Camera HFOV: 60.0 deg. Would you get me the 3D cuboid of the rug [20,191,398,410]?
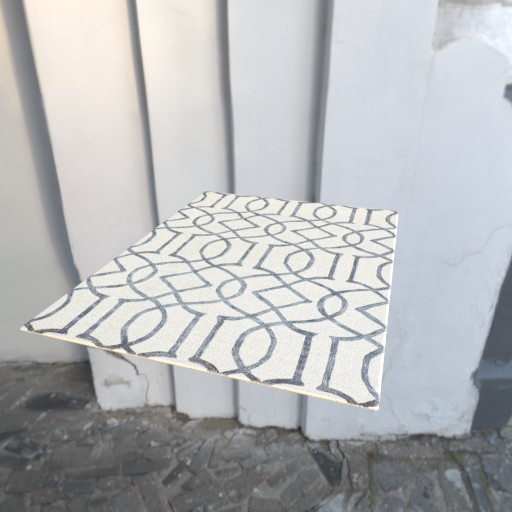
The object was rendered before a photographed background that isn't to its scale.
[{"bbox_3d":[0.000,0.000,3.733,2.211,0.021,2.910,8,28,16],"label":"rug"}]
